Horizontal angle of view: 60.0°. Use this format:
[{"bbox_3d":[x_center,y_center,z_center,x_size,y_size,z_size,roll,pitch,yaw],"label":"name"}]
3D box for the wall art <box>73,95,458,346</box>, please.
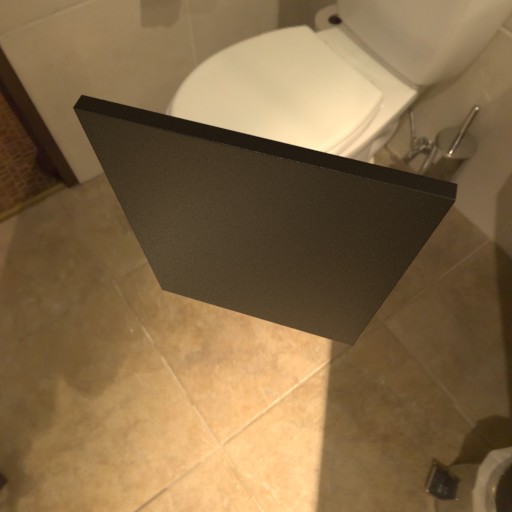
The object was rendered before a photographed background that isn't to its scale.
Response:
[{"bbox_3d":[0.000,0.000,1.594,0.950,1.194,0.053,15,64,8],"label":"wall art"}]
